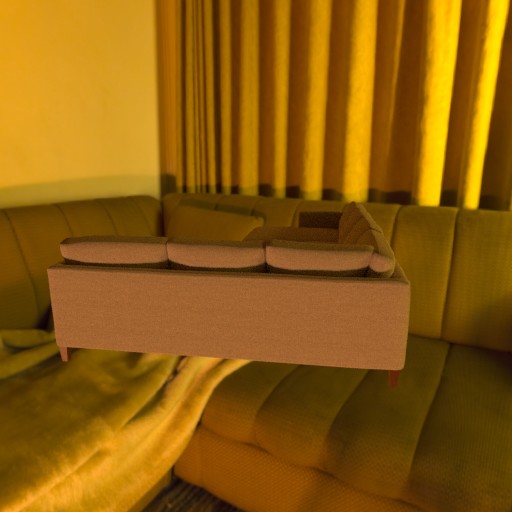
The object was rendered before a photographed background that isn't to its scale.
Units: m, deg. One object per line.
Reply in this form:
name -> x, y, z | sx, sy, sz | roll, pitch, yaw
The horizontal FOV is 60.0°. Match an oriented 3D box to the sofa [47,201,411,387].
sofa -> 0.000, 0.000, 4.726 | 2.594, 0.961, 3.460 | 2, 13, 9
